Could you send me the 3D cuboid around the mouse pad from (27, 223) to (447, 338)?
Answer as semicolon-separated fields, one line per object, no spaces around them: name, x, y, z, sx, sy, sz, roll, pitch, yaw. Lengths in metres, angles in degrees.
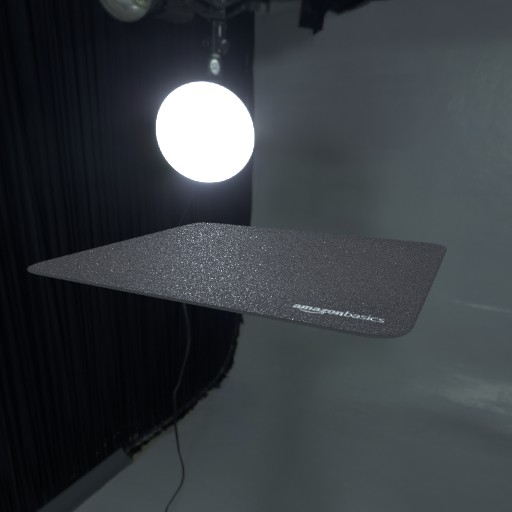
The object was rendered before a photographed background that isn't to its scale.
mouse pad;0.000;0.000;0.417;0.315;0.002;0.269;7;15;26
